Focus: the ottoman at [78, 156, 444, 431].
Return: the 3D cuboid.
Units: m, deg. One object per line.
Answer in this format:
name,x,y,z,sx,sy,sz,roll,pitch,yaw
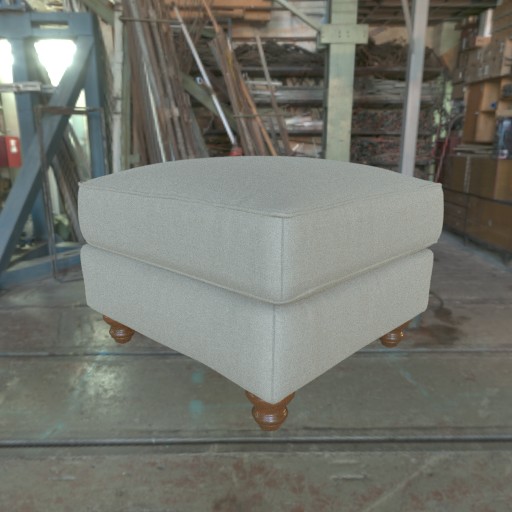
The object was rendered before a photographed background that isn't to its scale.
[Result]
ottoman,0.000,0.000,1.149,0.716,0.505,0.662,14,20,42
